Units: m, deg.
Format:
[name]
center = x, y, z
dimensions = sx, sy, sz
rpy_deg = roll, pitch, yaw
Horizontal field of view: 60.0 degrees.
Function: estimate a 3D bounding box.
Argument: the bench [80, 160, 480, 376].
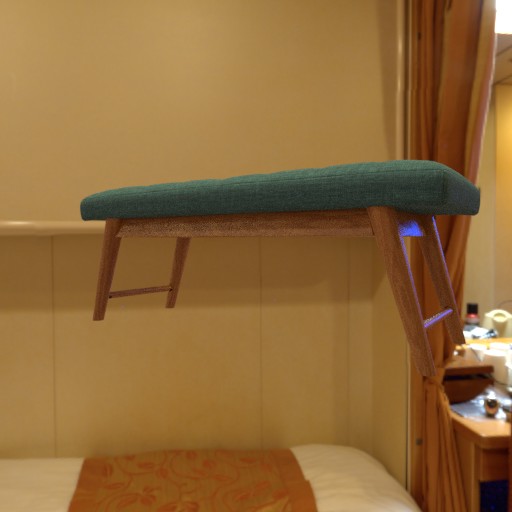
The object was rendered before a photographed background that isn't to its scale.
[bench]
center = 0.000, 0.000, 1.288
dimensions = 1.118, 0.432, 0.406
rpy_deg = 1, 2, 35
